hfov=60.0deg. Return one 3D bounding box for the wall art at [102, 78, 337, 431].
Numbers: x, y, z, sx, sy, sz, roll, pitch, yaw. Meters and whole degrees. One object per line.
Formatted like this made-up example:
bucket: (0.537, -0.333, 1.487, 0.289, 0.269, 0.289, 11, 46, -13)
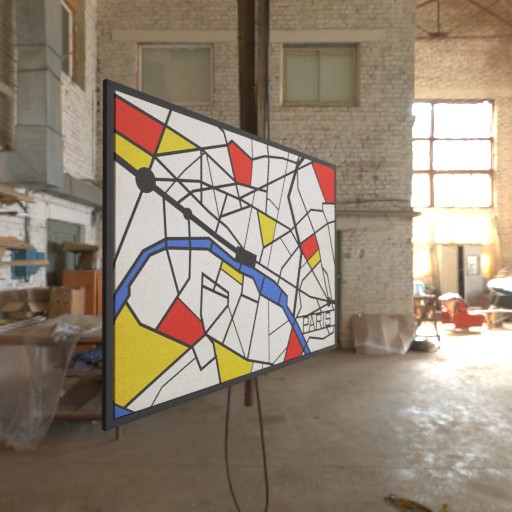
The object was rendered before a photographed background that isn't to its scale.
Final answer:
wall art: (0.000, 0.000, 1.226, 0.013, 0.665, 0.963, 0, -1, 37)
